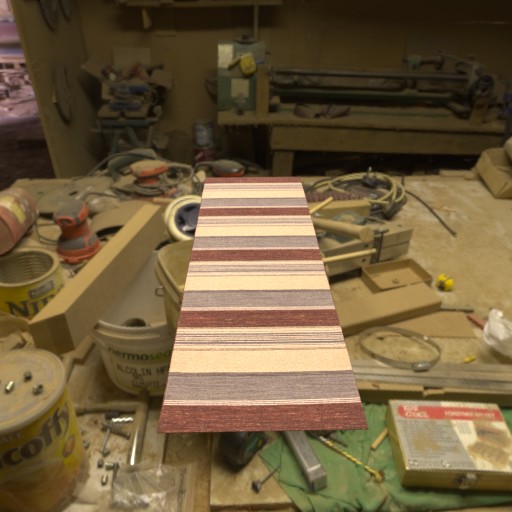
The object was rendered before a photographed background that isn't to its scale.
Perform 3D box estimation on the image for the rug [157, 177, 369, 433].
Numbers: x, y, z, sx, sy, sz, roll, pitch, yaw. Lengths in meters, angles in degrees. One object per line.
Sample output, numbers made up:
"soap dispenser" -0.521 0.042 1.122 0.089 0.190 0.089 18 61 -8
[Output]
"rug" 0.000 0.000 2.682 0.792 0.006 2.437 -1 33 -1
